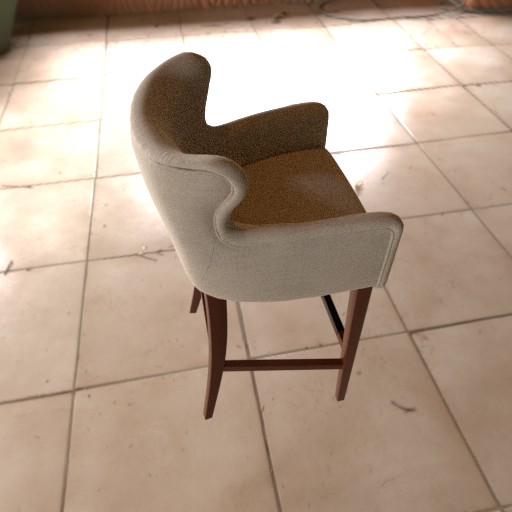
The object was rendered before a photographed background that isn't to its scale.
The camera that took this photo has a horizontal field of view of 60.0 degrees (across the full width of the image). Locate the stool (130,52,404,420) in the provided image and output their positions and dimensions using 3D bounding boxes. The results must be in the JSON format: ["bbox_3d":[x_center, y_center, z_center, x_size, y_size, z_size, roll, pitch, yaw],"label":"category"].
[{"bbox_3d":[0.000,0.000,1.332,0.563,1.034,0.556,-9,47,-8],"label":"stool"}]
